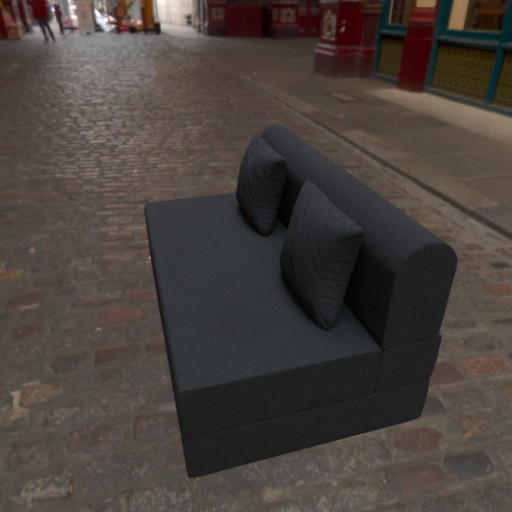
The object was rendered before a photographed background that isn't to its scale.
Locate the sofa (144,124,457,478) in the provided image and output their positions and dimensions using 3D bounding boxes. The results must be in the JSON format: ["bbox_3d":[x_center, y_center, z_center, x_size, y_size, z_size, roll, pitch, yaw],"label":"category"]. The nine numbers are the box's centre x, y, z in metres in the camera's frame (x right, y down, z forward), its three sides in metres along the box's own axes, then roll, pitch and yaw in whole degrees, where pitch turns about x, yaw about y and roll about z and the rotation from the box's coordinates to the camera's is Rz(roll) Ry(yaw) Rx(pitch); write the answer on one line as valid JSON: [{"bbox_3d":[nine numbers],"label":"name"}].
[{"bbox_3d":[0.000,0.000,1.687,0.762,0.670,1.225,-8,31,-14],"label":"sofa"}]
